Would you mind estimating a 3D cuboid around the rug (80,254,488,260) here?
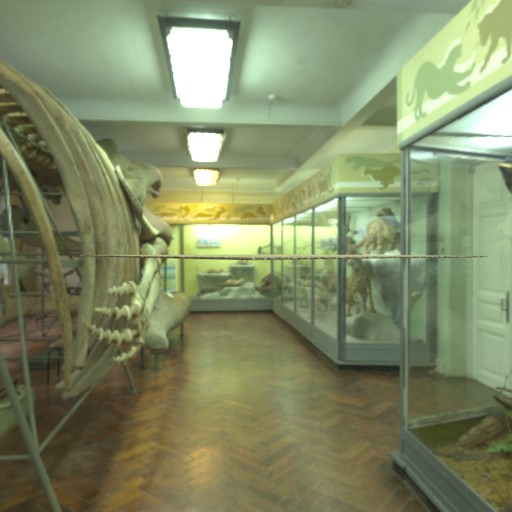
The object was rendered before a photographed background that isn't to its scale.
[{"bbox_3d":[0.000,0.000,4.311,2.431,0.017,3.291,0,1,-36],"label":"rug"}]
